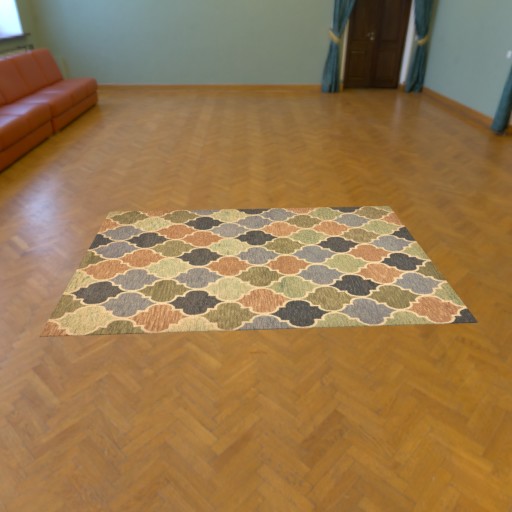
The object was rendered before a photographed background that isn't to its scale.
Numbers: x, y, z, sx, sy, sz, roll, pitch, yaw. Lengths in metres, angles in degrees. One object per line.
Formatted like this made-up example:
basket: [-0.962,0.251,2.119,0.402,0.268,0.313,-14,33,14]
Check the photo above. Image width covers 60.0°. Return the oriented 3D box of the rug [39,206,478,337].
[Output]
rug: [0.000,0.000,2.370,1.828,0.006,1.216,-1,30,-2]
